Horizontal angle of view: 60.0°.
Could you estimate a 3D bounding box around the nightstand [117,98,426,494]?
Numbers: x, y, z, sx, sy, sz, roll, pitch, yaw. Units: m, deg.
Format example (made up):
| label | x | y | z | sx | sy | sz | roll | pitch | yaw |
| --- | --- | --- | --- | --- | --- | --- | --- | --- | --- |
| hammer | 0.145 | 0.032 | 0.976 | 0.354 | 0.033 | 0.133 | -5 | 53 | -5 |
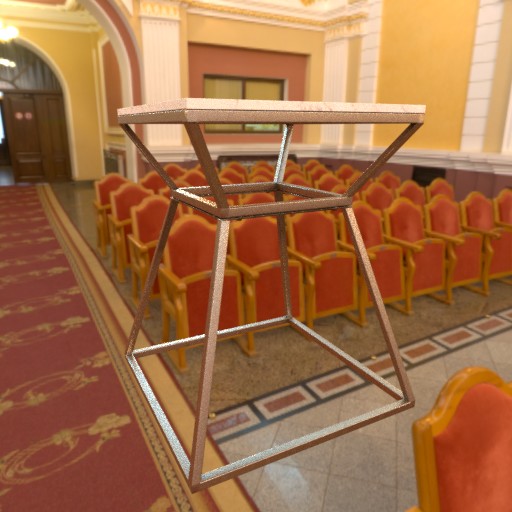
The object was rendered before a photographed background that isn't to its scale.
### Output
| label | x | y | z | sx | sy | sz | roll | pitch | yaw |
| --- | --- | --- | --- | --- | --- | --- | --- | --- | --- |
| nightstand | 0.000 | 0.000 | 0.870 | 0.455 | 0.554 | 0.455 | -8 | 18 | -27 |
